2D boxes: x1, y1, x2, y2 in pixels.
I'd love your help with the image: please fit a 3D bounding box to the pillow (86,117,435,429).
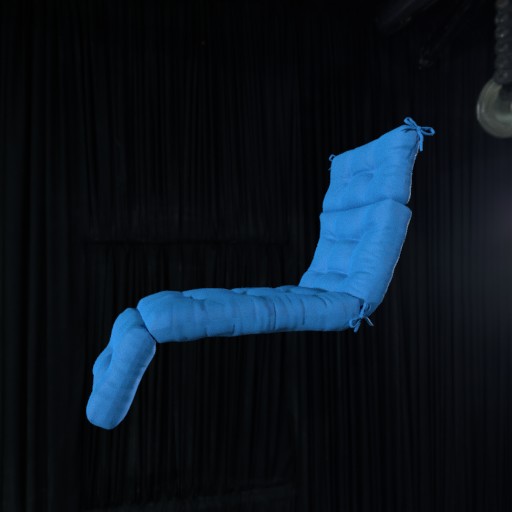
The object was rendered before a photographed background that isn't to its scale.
[{"bbox_3d":[0.000,0.000,1.451,1.016,0.863,0.526,0,-1,-18],"label":"pillow"}]
